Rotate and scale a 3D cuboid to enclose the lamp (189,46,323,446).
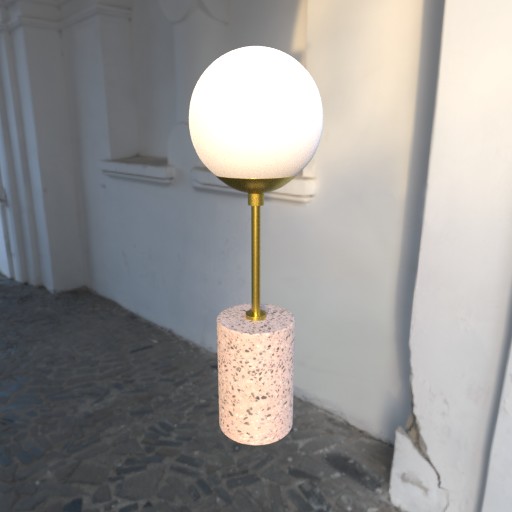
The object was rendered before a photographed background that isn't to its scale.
[{"bbox_3d":[0.000,0.000,0.556,0.153,0.480,0.153,0,15,0],"label":"lamp"}]
